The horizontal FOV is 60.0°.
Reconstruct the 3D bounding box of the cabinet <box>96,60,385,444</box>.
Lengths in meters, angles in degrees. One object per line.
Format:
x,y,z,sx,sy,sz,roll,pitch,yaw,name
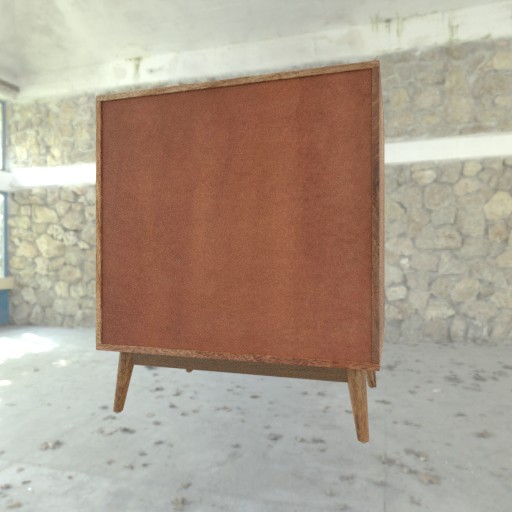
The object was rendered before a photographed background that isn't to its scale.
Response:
0.000,0.000,1.177,0.647,0.758,0.473,0,0,17,cabinet
